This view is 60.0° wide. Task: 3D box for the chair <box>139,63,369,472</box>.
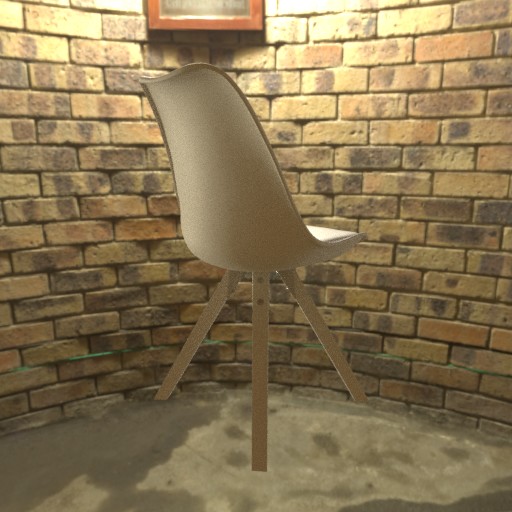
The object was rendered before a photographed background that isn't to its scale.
[{"bbox_3d":[0.000,0.000,1.162,0.550,0.850,0.485,-12,17,-42],"label":"chair"}]
